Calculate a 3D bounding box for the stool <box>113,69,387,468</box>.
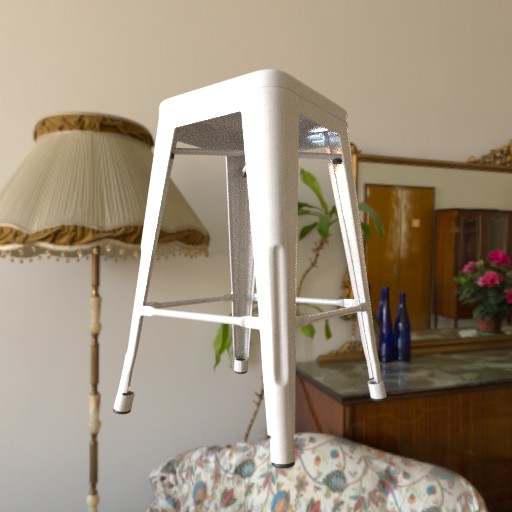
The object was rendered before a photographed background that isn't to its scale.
[{"bbox_3d":[0.000,0.000,0.903,0.406,0.610,0.406,0,0,36],"label":"stool"}]
